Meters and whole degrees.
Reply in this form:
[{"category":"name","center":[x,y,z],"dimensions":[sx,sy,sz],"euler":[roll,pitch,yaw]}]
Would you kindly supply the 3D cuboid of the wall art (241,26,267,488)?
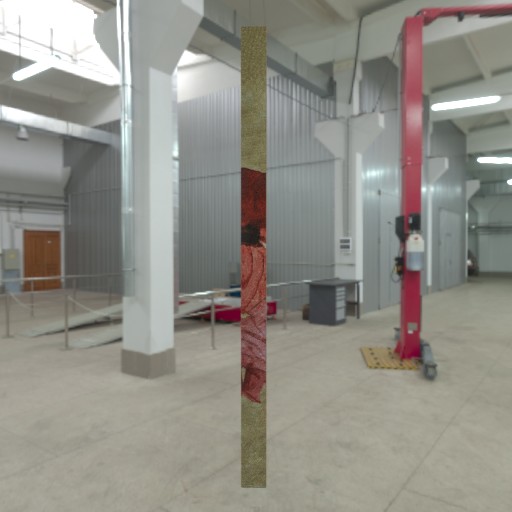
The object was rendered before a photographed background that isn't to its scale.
[{"category":"wall art","center":[0.000,0.000,0.690],"dimensions":[0.028,0.508,0.406],"euler":[0,1,1]}]
